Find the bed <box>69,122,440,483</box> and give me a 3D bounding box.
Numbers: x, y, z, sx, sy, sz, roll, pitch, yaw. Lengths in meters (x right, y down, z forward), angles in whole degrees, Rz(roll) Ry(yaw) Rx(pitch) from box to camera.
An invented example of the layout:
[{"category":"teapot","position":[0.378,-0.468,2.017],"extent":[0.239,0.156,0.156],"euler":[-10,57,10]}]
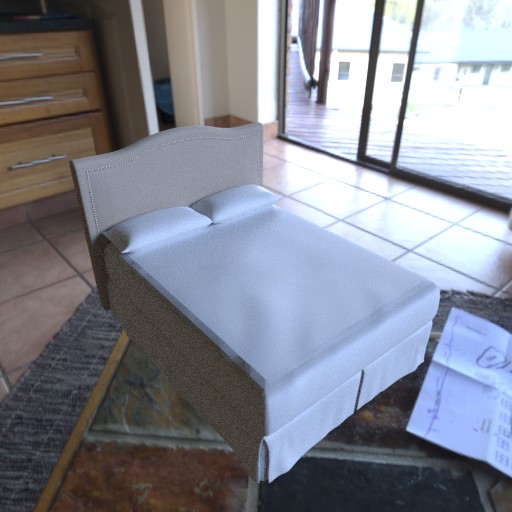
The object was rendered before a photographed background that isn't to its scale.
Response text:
[{"category":"bed","position":[0.000,0.000,3.118],"extent":[1.678,1.398,2.052],"euler":[-23,37,-33]}]
